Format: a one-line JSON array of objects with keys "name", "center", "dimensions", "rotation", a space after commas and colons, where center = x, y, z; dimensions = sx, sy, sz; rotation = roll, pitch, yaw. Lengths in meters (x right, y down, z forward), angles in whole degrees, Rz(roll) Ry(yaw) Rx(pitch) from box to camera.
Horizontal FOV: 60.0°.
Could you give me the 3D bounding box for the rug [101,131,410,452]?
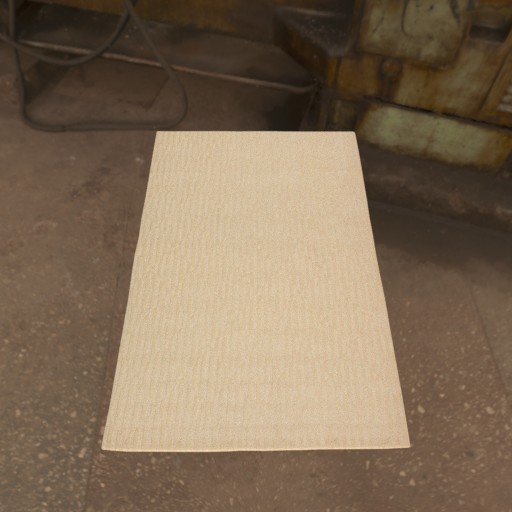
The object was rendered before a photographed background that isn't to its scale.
[{"name": "rug", "center": [0.000, 0.000, 2.260], "dimensions": [1.238, 0.014, 1.848], "rotation": [0, 57, 0]}]
